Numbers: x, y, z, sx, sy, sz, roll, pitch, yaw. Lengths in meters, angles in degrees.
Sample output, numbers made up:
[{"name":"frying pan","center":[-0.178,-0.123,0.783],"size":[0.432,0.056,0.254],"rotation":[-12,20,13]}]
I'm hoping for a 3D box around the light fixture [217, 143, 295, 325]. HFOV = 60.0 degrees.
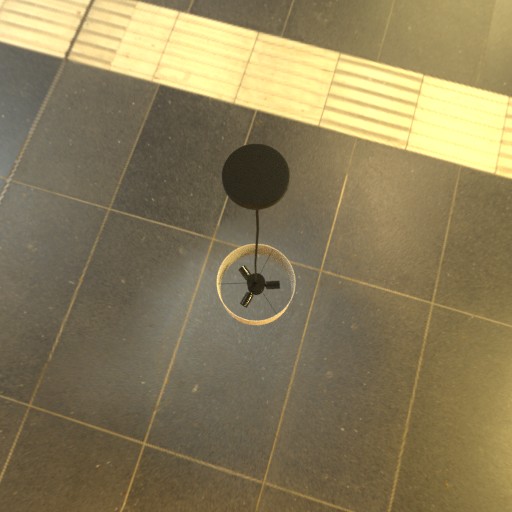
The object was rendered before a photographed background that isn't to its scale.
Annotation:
[{"name":"light fixture","center":[0.000,0.000,1.712],"size":[0.399,1.516,0.399],"rotation":[0,76,0]}]
